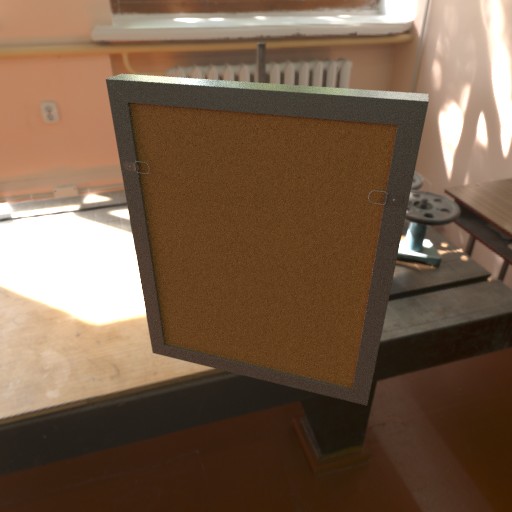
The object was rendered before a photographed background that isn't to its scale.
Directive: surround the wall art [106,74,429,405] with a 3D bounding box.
[{"bbox_3d":[0.000,0.000,0.518,0.308,0.379,0.030,10,34,15],"label":"wall art"}]
